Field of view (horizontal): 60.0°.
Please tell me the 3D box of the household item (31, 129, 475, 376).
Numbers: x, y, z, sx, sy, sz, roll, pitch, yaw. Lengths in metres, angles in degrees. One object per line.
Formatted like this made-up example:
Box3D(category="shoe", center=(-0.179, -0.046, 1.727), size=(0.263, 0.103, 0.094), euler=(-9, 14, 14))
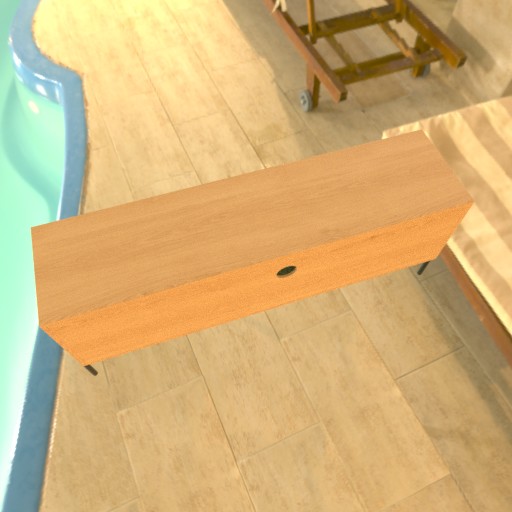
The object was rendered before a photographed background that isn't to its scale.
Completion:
Box3D(category="household item", center=(0.000, 0.000, 1.807), size=(1.550, 0.600, 0.400), euler=(-16, 60, -9))
